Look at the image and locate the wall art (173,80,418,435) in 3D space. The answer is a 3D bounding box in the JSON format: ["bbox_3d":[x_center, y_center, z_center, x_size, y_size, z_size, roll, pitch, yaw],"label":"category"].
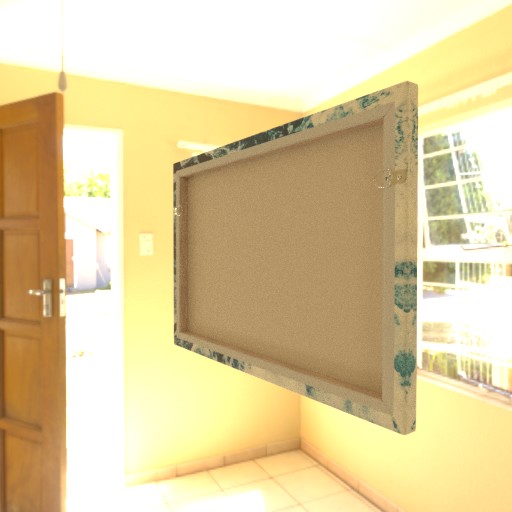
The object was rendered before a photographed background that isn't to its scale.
[{"bbox_3d":[0.000,0.000,1.890,0.055,1.017,1.524,-1,1,-36],"label":"wall art"}]
